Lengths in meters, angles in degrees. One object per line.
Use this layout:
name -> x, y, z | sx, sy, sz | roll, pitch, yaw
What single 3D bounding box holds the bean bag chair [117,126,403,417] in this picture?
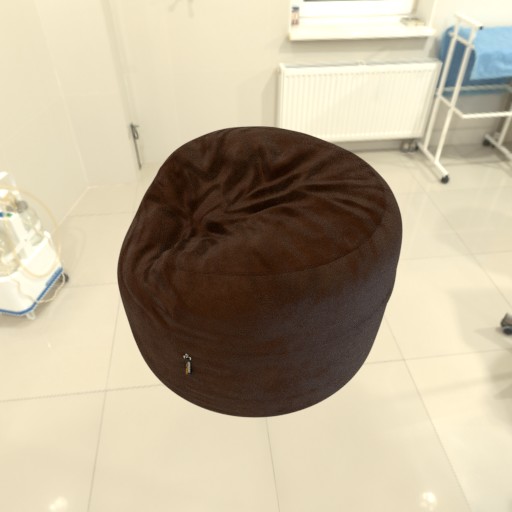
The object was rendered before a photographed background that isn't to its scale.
bean bag chair -> 0.000, 0.000, 1.507 | 0.918, 0.616, 0.918 | 0, 41, 0
